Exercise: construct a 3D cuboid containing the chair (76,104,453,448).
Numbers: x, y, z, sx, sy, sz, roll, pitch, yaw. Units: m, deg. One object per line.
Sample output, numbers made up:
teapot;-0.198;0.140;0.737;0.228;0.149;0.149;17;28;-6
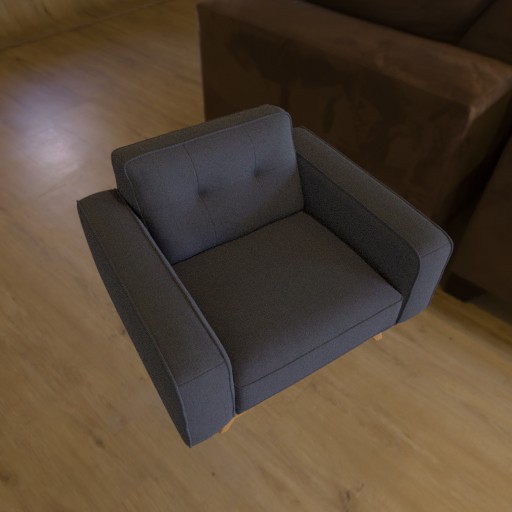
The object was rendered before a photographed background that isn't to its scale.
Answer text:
chair;0.000;0.000;1.767;1.118;0.783;0.953;-24;50;-22
